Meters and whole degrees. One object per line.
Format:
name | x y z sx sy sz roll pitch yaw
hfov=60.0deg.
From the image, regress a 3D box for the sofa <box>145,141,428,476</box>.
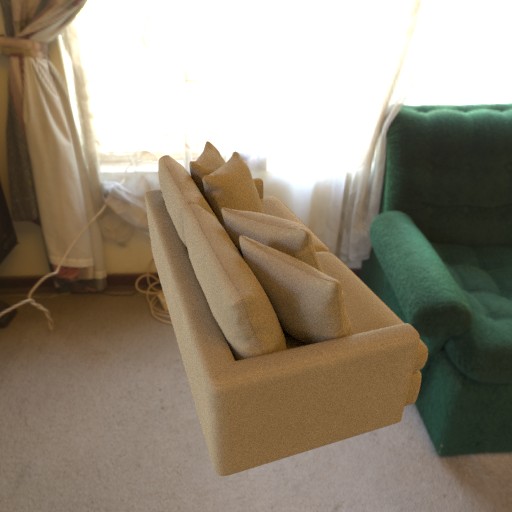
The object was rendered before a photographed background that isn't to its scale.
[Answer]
sofa | 0.000 0.000 3.045 1.228 1.084 2.380 -10 31 -16
